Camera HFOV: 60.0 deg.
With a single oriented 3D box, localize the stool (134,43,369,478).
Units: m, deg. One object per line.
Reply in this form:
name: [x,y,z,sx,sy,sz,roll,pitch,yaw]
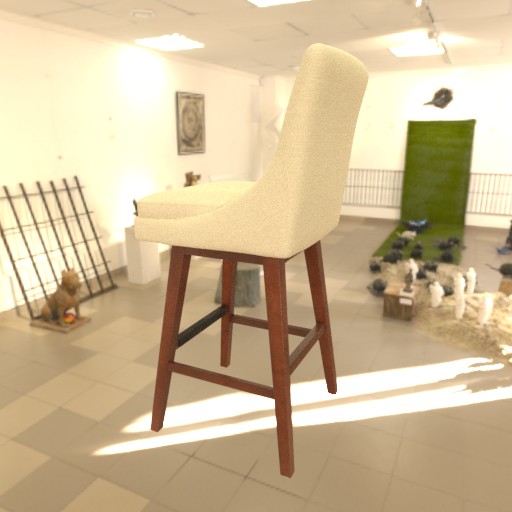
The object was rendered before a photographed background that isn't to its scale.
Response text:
stool: [0.000,0.000,1.354,0.559,1.097,0.470,7,17,25]
